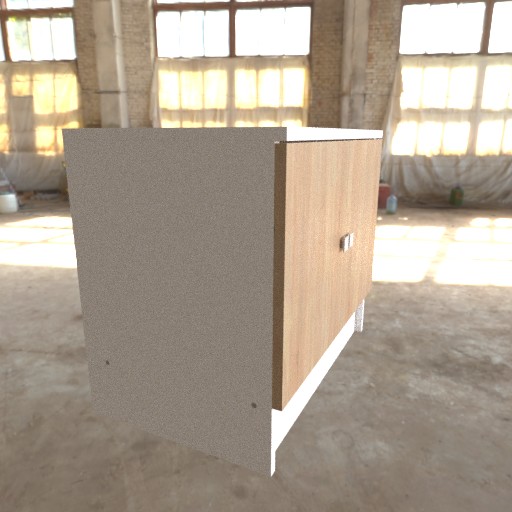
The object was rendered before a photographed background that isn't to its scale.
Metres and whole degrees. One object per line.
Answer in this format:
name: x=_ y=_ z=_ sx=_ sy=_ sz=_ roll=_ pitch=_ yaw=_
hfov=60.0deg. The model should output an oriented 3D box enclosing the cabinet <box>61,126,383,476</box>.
cabinet: x=0.000 y=0.000 z=0.952 sx=0.400 sy=0.522 sz=0.600 roll=7 pitch=17 yaw=25
